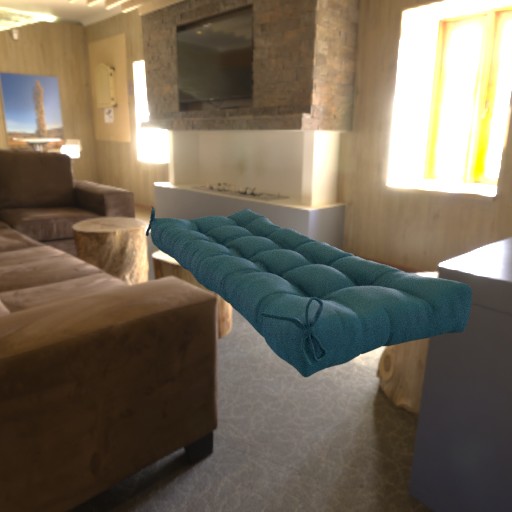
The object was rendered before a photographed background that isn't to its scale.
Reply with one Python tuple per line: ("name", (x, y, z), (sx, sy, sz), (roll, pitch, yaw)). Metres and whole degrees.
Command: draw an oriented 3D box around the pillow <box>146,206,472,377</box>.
("pillow", (0.000, 0.000, 1.344), (0.511, 0.174, 1.194), (-8, 17, -26))
